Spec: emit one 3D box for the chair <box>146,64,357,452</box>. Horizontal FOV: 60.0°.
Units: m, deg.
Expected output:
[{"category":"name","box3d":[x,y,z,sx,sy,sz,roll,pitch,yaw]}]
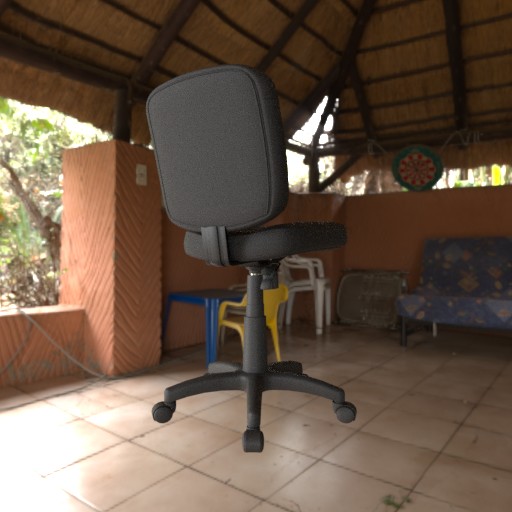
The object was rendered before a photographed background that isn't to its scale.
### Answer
[{"category":"chair","box3d":[0.000,0.000,1.395,0.610,0.972,0.610,1,1,36]}]
